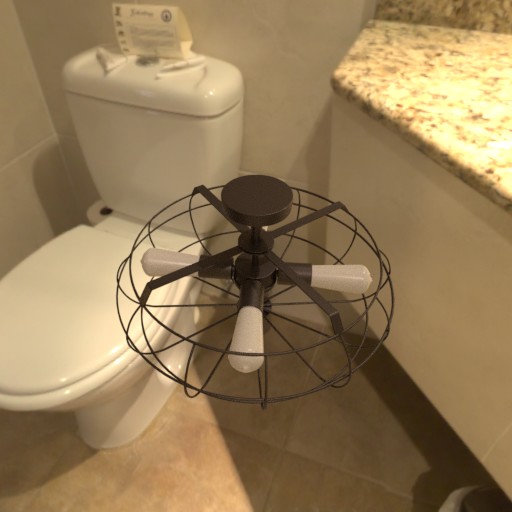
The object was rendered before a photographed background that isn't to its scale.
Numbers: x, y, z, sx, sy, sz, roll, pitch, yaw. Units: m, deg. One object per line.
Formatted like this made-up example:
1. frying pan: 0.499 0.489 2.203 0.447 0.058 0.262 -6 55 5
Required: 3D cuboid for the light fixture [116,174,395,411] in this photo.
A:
1. light fixture: 0.000 0.000 0.911 0.582 0.311 0.582 0 43 0
